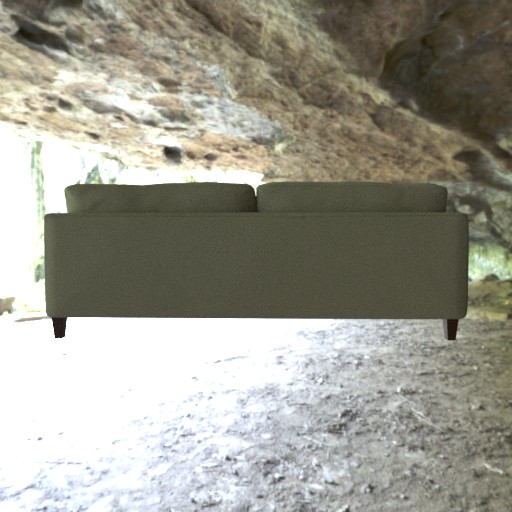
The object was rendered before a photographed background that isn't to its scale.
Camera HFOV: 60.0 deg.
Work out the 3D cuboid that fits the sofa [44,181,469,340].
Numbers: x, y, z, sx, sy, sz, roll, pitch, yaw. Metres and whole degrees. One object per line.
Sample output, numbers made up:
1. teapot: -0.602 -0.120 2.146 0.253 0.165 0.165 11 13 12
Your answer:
1. sofa: 0.000 0.000 2.940 2.404 0.912 0.988 0 2 1
